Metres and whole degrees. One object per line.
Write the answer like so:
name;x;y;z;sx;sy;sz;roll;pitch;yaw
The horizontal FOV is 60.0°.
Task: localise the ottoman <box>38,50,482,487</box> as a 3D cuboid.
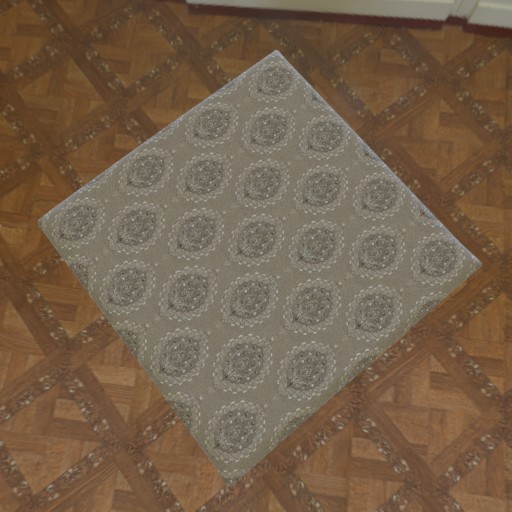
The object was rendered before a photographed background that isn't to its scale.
ottoman;0.000;0.000;1.377;0.890;0.411;0.889;-38;80;-8
